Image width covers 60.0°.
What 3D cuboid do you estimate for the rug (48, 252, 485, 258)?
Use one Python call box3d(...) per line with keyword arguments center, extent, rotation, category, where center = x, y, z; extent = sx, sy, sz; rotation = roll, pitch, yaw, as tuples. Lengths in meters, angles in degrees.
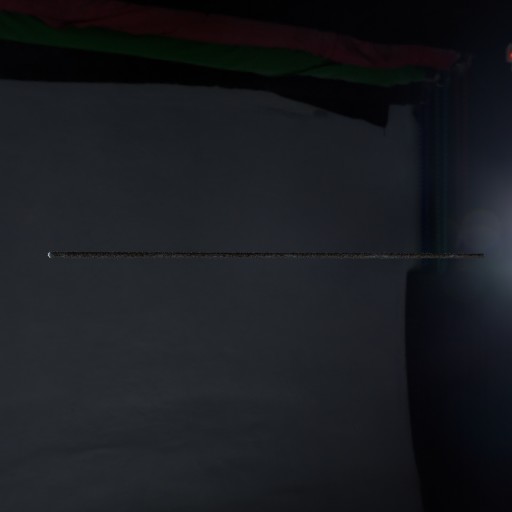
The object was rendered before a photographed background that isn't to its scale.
box3d(center=(0.000, 0.000, 3.455), extent=(2.743, 0.030, 1.778), rotation=(0, 0, -18), category="rug")
